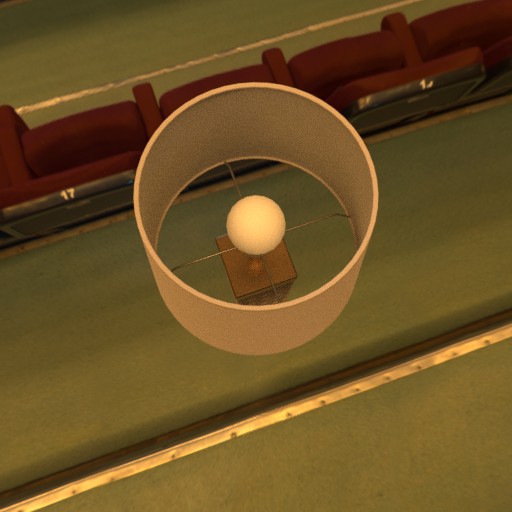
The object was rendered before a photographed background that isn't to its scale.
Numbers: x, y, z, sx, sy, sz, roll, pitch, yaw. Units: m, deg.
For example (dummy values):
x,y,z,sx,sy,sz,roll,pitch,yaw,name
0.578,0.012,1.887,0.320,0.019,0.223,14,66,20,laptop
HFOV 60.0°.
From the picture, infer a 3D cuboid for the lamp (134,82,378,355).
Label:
x,y,z,sx,sy,sz,roll,pitch,yaw,name
0.000,0.000,0.569,0.251,0.435,0.251,0,75,0,lamp
